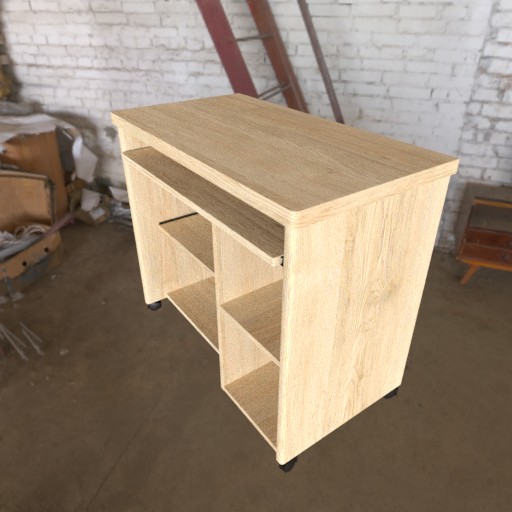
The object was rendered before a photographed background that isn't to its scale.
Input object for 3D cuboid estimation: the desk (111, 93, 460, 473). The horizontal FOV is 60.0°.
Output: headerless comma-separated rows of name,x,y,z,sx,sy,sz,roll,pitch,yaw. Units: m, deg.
desk,0.000,0.000,1.370,0.480,0.770,0.885,-20,37,-30
